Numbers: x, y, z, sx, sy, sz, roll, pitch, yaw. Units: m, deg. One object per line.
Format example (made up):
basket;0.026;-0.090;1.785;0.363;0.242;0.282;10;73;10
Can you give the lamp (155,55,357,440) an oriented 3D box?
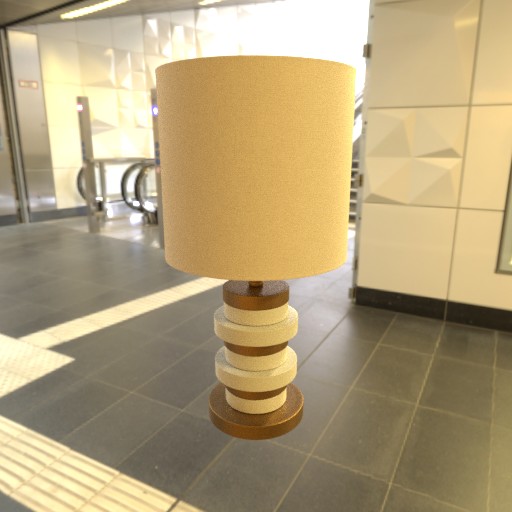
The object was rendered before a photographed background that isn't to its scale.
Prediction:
lamp;0.000;0.000;0.521;0.210;0.410;0.210;2;15;9
